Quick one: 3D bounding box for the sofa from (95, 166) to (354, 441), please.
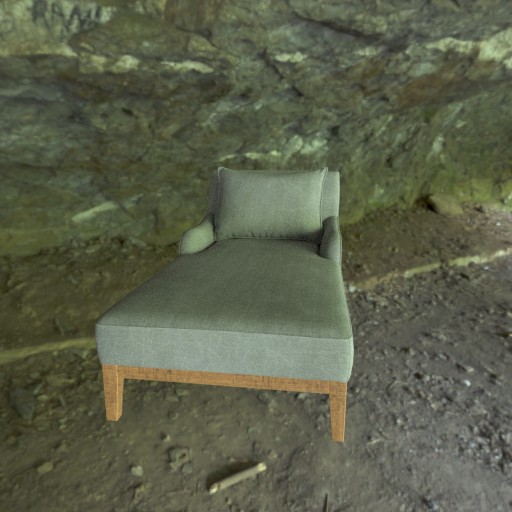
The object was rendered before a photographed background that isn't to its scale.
[{"bbox_3d":[0.000,0.000,2.295,0.894,0.859,1.779,2,14,8],"label":"sofa"}]
